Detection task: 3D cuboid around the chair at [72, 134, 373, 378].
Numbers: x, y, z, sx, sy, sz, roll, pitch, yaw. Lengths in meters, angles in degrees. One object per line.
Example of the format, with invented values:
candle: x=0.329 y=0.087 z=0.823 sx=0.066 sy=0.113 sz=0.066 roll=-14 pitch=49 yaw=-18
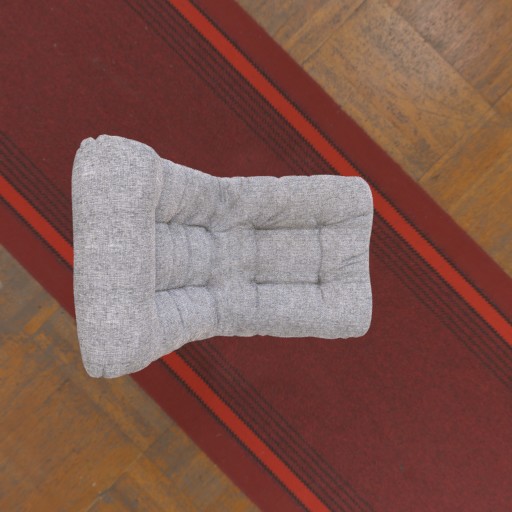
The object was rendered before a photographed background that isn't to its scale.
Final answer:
chair: x=0.000 y=0.000 z=0.976 sx=0.583 sy=0.600 sz=0.400 roll=0 pitch=90 yaw=1
